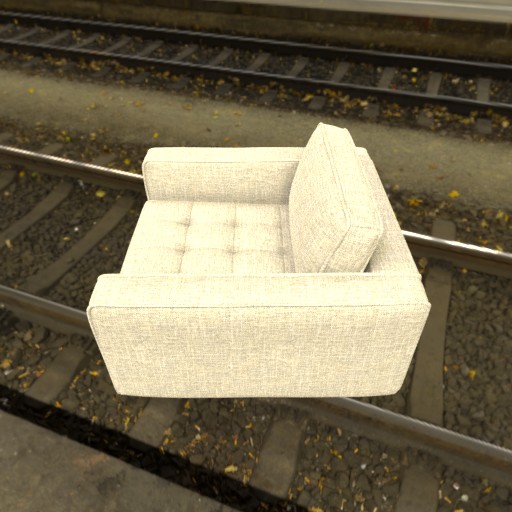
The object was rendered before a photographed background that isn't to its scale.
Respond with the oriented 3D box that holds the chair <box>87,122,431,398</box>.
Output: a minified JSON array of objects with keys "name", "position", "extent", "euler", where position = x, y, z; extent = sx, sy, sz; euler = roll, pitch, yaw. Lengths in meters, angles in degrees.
[{"name":"chair","position":[0.000,0.000,1.589],"extent":[0.914,0.765,0.889],"euler":[0,41,0]}]
